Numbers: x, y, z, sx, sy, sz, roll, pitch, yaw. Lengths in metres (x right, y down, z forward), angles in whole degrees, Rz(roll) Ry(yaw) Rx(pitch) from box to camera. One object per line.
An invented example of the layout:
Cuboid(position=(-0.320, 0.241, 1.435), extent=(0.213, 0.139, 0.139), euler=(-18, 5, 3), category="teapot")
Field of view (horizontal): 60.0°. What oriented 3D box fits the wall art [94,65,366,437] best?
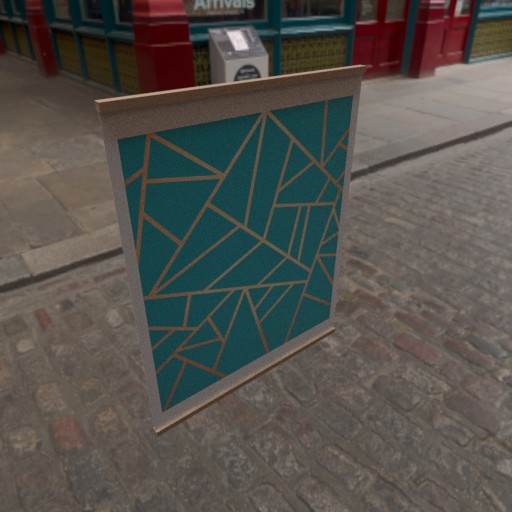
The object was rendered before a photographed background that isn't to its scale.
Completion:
Cuboid(position=(0.000, 0.000, 0.679), extent=(0.405, 0.508, 0.012), euler=(-22, 37, -32), category="wall art")
